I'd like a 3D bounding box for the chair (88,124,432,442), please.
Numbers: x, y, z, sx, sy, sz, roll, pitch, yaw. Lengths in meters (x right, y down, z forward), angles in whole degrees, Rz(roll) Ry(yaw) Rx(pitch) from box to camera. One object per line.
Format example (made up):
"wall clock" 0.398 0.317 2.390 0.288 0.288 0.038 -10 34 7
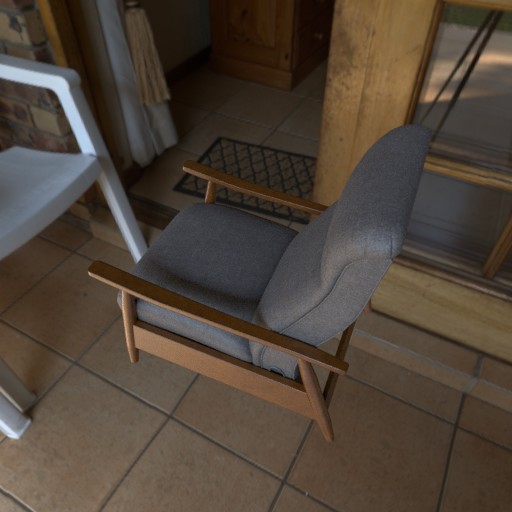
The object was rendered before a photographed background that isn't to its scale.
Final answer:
"chair" 0.000 0.000 1.764 1.014 1.081 0.762 17 48 15
